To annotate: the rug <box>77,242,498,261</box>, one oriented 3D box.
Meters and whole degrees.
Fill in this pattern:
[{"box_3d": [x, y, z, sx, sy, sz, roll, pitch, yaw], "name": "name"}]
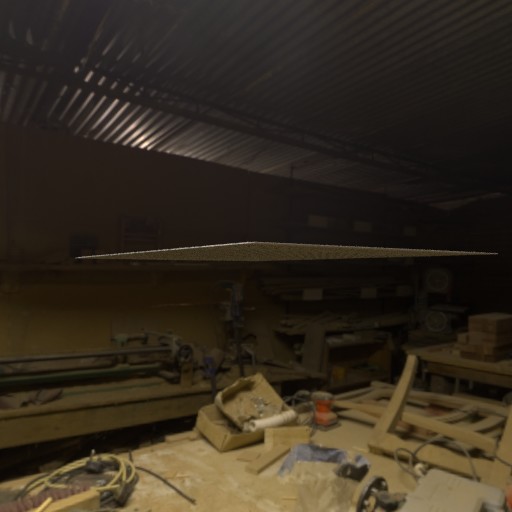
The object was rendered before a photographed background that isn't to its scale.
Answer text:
[{"box_3d": [0.000, 0.000, 4.060, 2.354, 0.007, 3.196, 1, -2, -36], "name": "rug"}]
